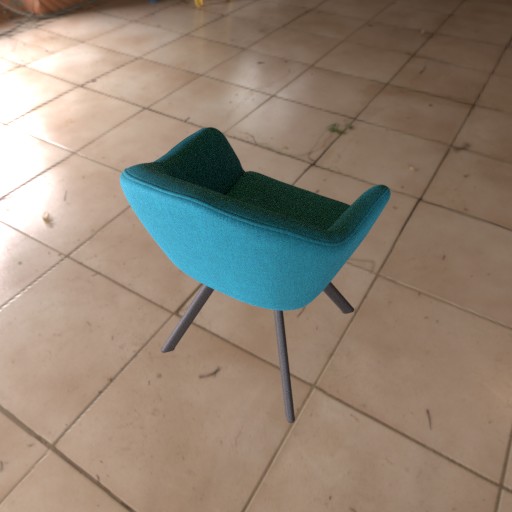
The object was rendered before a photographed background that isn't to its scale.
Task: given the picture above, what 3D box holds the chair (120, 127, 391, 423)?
[{"bbox_3d":[0.000,0.000,1.198,0.545,0.775,0.565,23,49,21],"label":"chair"}]
